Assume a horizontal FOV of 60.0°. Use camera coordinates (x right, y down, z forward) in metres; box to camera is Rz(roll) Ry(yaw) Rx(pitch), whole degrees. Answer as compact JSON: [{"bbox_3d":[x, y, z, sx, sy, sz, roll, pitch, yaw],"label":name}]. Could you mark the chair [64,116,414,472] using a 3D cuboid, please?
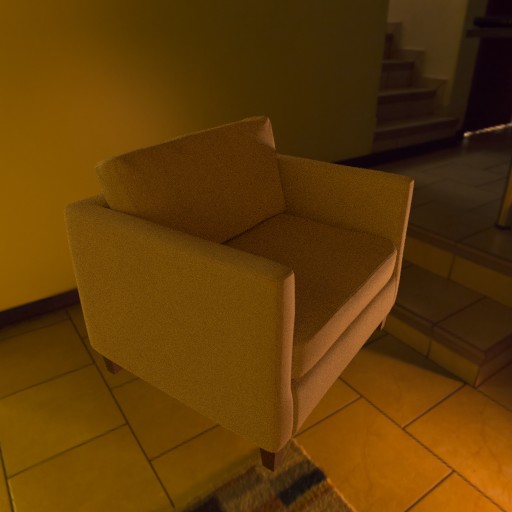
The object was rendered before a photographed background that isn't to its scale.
[{"bbox_3d":[0.000,0.000,1.836,0.959,0.961,1.107,18,32,31],"label":"chair"}]
